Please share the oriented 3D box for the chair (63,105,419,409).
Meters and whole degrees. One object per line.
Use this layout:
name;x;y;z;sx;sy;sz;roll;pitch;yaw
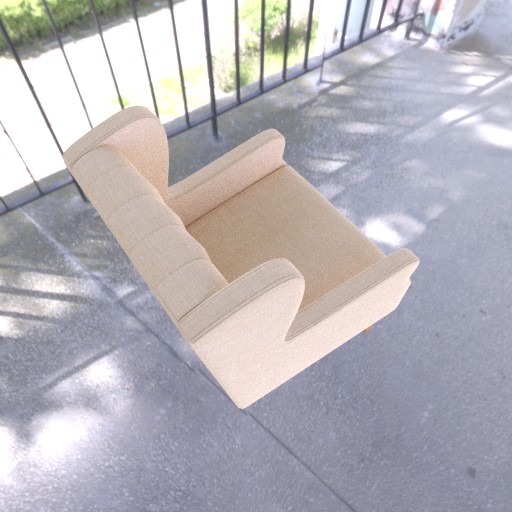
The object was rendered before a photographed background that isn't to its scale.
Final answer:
chair;0.000;0.000;1.441;0.760;0.930;0.710;-32;62;-19
